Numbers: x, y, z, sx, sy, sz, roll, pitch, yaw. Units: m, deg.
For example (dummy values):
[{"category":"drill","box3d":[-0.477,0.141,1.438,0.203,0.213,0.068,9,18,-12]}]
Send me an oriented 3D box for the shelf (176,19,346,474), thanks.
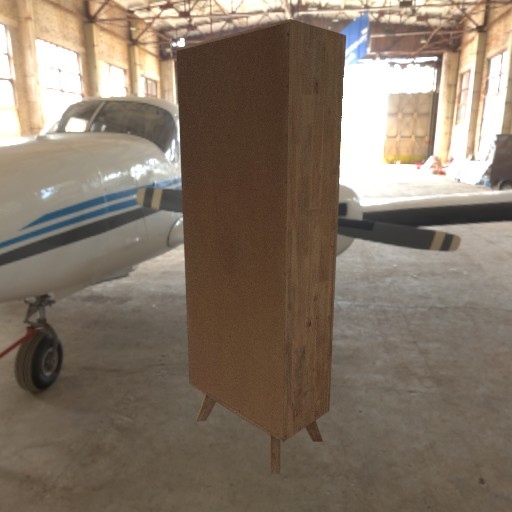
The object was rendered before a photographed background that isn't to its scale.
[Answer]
[{"category":"shelf","box3d":[0.000,0.000,1.514,0.267,1.342,0.491,-13,19,-43]}]
